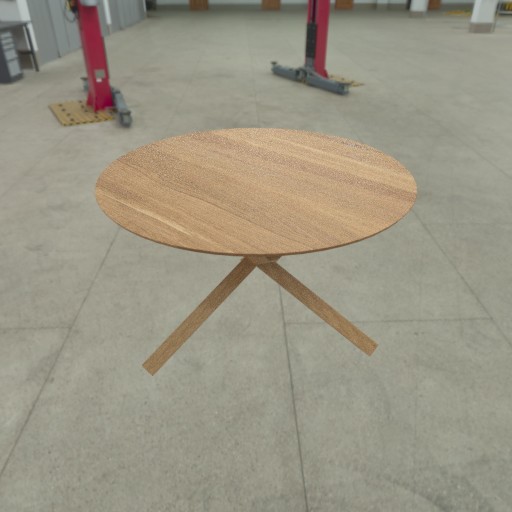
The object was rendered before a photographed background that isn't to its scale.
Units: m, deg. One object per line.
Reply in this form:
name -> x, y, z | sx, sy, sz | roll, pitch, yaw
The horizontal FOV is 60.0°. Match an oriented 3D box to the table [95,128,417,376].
table -> 0.000, 0.000, 1.669 | 1.038, 0.666, 1.038 | 0, 32, 0
